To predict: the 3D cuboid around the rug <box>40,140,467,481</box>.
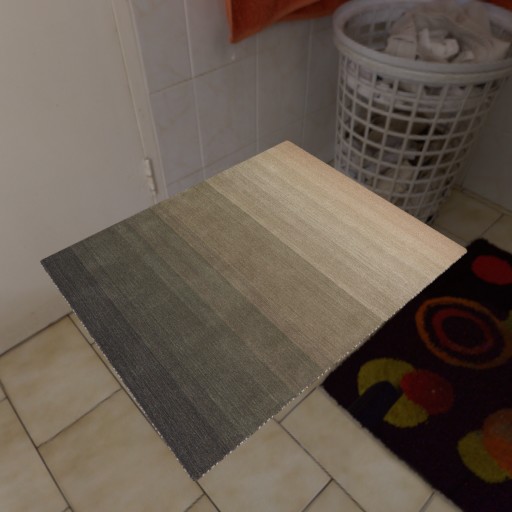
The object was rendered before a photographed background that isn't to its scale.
[{"bbox_3d":[0.000,0.000,3.819,2.902,0.017,2.305,-32,54,-26],"label":"rug"}]
